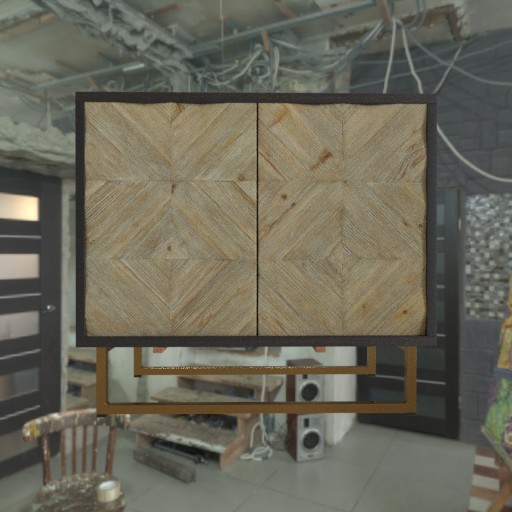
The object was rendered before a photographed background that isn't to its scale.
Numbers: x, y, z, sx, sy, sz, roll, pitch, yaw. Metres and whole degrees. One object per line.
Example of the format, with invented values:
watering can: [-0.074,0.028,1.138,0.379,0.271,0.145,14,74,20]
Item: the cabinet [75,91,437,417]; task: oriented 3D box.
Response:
cabinet: [0.000,0.000,1.391,0.950,0.860,0.451,0,0,-1]
